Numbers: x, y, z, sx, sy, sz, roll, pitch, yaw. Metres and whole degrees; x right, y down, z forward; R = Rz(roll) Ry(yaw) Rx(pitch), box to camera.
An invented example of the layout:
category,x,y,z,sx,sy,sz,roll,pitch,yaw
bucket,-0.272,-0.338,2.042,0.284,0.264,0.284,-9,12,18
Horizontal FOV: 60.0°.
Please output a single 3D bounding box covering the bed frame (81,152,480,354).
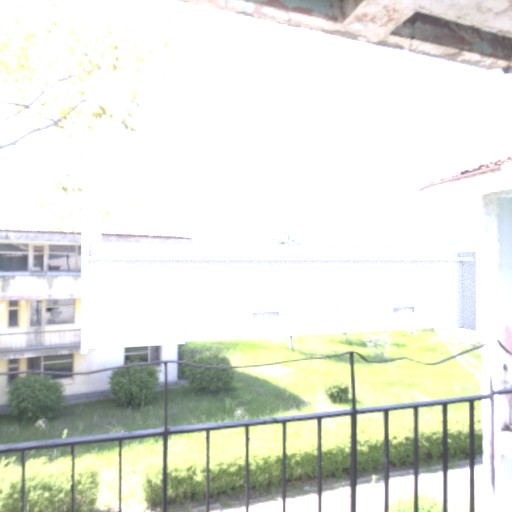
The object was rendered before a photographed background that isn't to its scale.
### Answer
category,x,y,z,sx,sy,sz,roll,pitch,yaw
bed frame,0.000,0.000,2.819,1.960,0.800,1.622,0,-1,-17
